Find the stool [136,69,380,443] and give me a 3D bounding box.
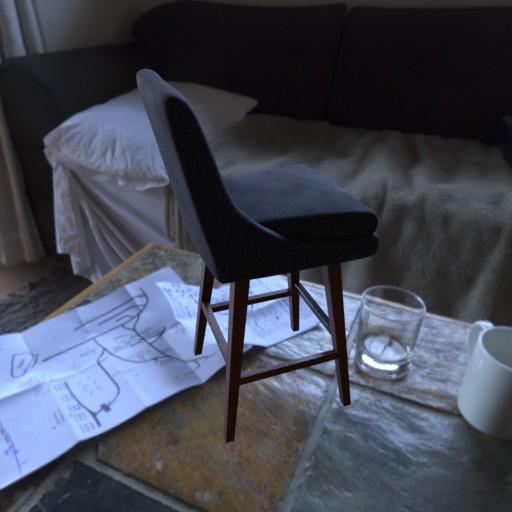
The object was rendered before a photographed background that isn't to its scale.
[{"bbox_3d":[0.000,0.000,1.387,0.572,1.068,0.489,-10,32,-17],"label":"stool"}]
